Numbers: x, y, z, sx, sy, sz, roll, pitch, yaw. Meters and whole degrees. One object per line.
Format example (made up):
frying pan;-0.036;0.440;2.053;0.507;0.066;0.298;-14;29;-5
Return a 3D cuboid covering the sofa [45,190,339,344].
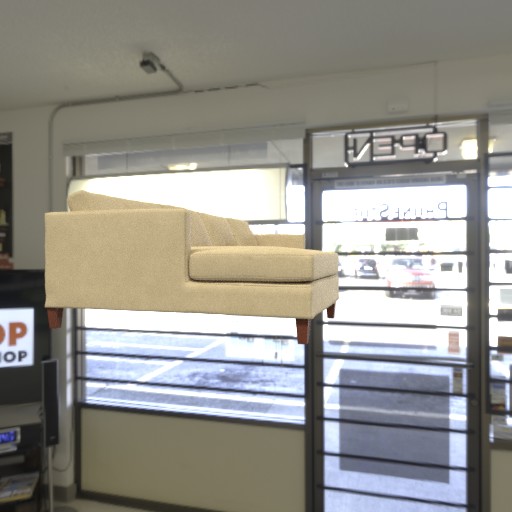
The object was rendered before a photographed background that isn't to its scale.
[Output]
sofa;0.000;0.000;3.874;1.625;0.846;3.186;0;0;18
